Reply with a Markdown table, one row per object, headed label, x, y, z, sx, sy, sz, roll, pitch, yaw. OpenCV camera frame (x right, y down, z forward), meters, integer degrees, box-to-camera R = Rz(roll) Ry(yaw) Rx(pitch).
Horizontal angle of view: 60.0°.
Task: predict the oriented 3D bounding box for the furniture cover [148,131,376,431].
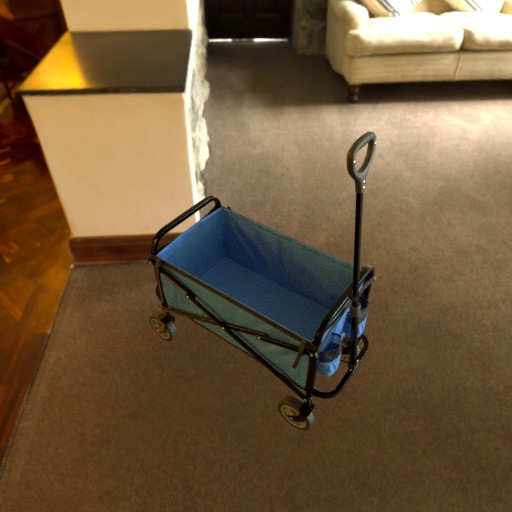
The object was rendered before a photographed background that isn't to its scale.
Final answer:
| label | x | y | z | sx | sy | sz | roll | pitch | yaw |
| --- | --- | --- | --- | --- | --- | --- | --- | --- | --- |
| furniture cover | 0.000 | 0.000 | 1.836 | 1.038 | 1.295 | 0.532 | 26 | 48 | 26 |
